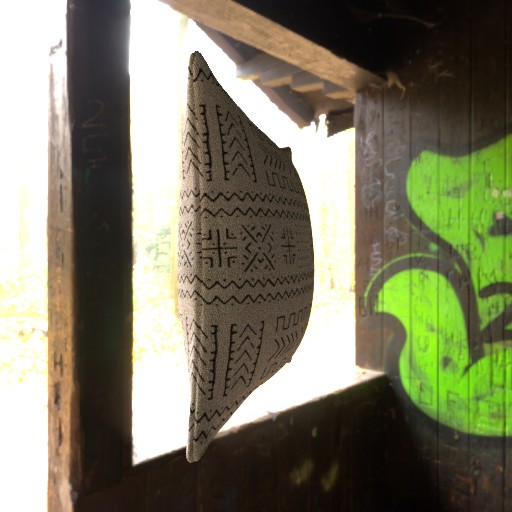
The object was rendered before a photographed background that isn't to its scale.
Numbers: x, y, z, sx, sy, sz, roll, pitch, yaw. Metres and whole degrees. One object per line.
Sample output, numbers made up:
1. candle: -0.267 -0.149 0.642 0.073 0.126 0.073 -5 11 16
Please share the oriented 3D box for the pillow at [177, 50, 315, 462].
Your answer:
1. pillow: 0.000 0.000 0.664 0.164 0.430 0.438 0 0 17
